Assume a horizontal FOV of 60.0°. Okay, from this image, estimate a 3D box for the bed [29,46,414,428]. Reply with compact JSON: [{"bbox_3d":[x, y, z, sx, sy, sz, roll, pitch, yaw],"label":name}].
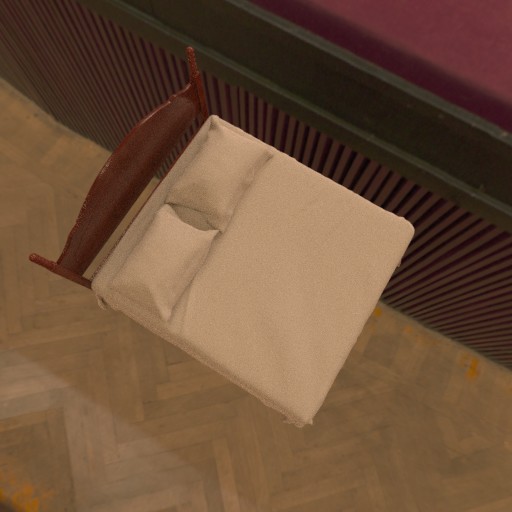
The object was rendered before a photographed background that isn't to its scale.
[{"bbox_3d":[0.000,0.000,3.186,2.040,1.356,1.873,31,78,7],"label":"bed"}]
